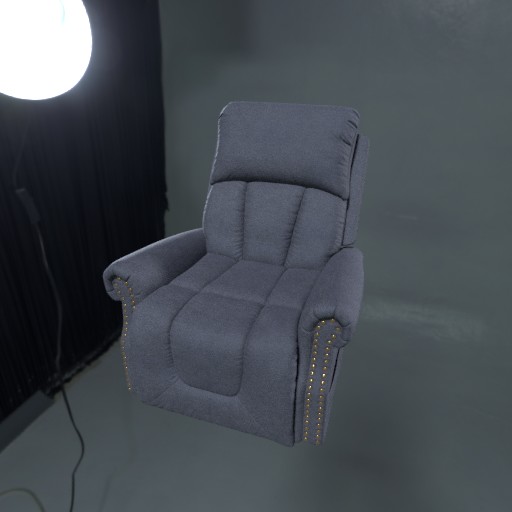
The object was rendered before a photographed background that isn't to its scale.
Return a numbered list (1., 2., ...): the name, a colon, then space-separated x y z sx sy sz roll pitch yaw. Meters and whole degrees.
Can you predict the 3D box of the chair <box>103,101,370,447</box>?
1. chair: 0.000 0.000 1.726 0.871 1.031 0.979 9 28 17
